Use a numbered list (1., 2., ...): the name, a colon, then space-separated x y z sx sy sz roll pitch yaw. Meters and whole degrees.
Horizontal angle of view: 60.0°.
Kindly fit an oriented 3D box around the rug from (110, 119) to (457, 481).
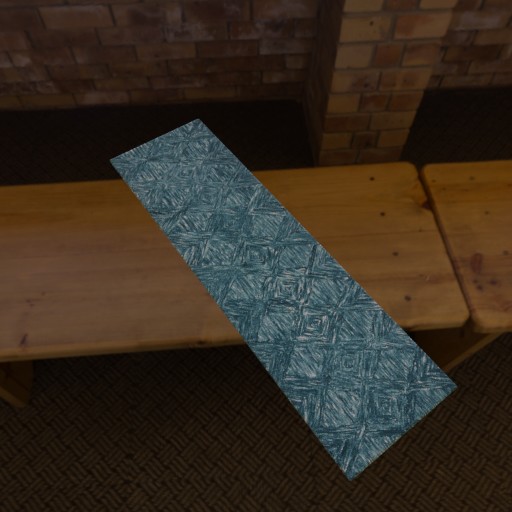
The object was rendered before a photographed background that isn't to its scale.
1. rug: 0.000 0.000 2.468 0.676 0.016 2.286 -31 63 -18
